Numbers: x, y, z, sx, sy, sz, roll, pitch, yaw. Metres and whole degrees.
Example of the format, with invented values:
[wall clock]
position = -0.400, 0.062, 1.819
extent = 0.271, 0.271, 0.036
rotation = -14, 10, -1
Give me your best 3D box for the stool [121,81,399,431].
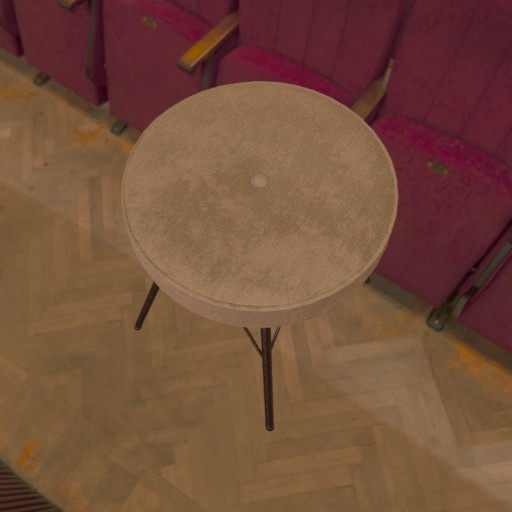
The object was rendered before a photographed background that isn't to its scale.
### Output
[stool]
position = 0.000, 0.000, 0.880
extent = 0.423, 0.538, 0.457
rotation = 33, 68, 15
